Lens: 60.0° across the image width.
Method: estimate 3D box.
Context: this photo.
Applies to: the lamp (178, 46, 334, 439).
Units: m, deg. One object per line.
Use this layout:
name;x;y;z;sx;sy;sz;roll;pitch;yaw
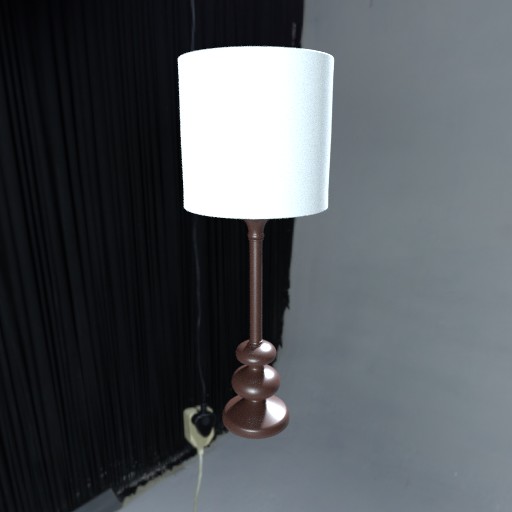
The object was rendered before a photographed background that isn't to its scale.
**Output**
lamp;0.000;0.000;0.818;0.254;0.690;0.254;15;21;42
